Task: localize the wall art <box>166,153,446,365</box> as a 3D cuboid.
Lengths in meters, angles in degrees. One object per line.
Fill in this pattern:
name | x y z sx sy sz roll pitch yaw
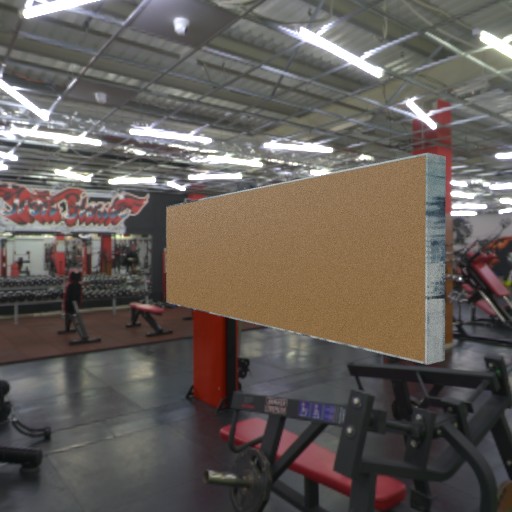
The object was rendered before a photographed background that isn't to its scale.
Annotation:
wall art | 0.000 0.000 0.844 0.037 0.251 0.759 0 1 -35
